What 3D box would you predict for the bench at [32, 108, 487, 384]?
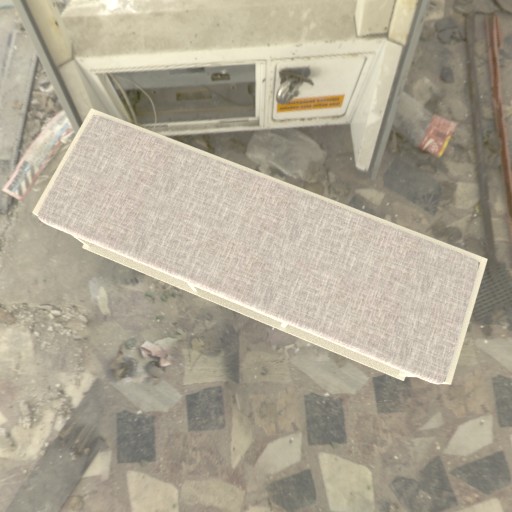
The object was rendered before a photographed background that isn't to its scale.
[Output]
[{"bbox_3d":[0.000,0.000,1.404,1.196,0.453,0.363,22,77,5],"label":"bench"}]
